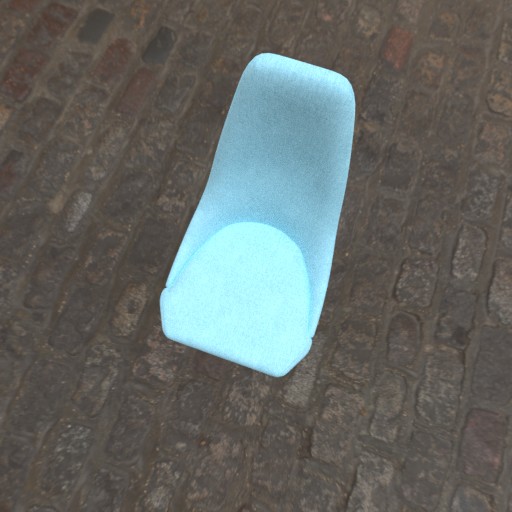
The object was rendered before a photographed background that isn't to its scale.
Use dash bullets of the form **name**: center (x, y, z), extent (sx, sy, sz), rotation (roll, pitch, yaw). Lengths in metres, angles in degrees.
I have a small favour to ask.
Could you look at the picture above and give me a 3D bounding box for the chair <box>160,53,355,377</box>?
- **chair**: center (0.000, 0.000, 1.400), extent (0.510, 1.040, 0.660), rotation (19, 76, 5)
